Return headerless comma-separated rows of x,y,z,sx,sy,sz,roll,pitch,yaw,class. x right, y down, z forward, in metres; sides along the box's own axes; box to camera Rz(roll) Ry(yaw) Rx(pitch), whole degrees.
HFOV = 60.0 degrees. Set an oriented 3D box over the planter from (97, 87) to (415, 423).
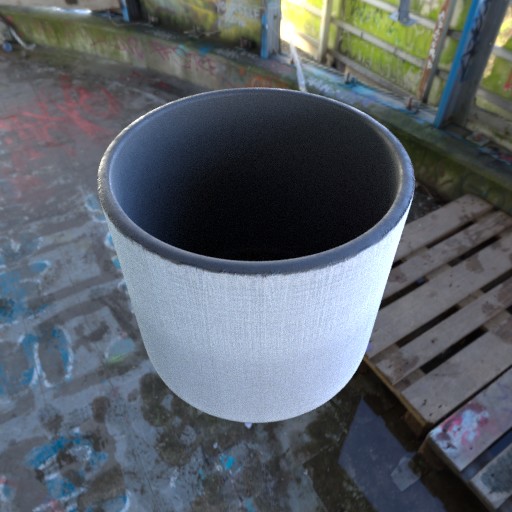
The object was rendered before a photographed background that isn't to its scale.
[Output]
0.000,0.000,0.382,0.221,0.201,0.221,0,46,0,planter
